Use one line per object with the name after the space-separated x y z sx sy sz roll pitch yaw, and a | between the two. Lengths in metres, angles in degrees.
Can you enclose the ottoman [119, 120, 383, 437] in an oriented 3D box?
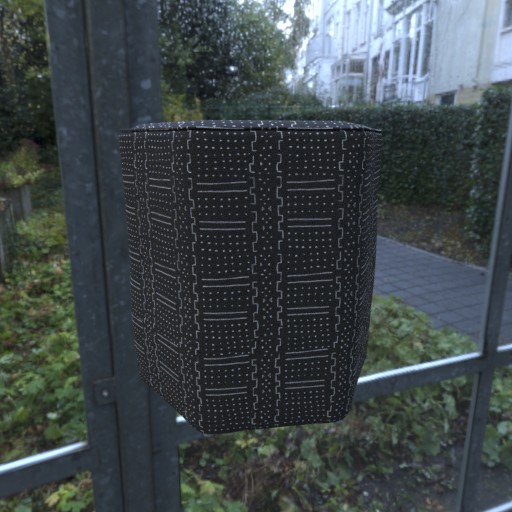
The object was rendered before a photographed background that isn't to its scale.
0.000 0.000 0.879 0.494 0.502 0.443 -2 15 -9 | ottoman
